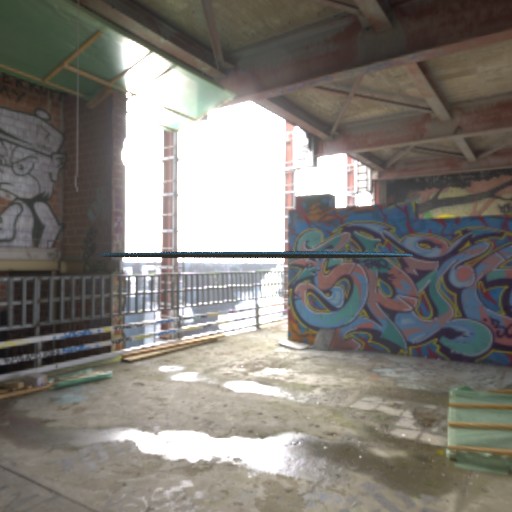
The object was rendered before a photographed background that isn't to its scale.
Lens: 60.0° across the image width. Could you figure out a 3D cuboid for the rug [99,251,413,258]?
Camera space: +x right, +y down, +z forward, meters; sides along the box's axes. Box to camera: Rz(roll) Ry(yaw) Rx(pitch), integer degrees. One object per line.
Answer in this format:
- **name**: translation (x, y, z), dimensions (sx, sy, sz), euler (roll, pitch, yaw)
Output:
- **rug**: translation (0.000, 0.000, 2.387), dimensions (1.593, 0.012, 1.593), euler (0, -1, 0)
